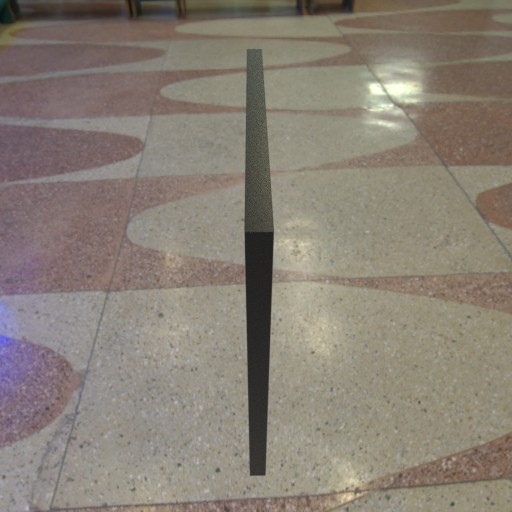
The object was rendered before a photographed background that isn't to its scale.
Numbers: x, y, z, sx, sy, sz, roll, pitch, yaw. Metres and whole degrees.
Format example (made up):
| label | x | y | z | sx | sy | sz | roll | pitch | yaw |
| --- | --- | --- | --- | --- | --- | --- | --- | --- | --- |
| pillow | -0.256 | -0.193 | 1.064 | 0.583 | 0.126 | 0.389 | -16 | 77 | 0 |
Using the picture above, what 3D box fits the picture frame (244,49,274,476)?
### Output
| label | x | y | z | sx | sy | sz | roll | pitch | yaw |
| --- | --- | --- | --- | --- | --- | --- | --- | --- | --- |
| picture frame | 0.000 | 0.000 | 0.819 | 0.029 | 0.557 | 0.559 | 0 | 42 | 0 |
